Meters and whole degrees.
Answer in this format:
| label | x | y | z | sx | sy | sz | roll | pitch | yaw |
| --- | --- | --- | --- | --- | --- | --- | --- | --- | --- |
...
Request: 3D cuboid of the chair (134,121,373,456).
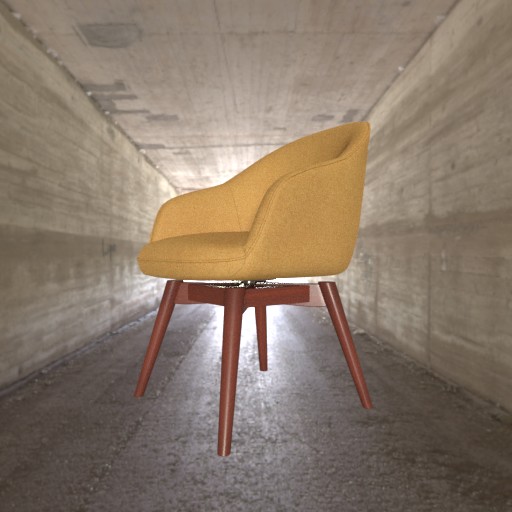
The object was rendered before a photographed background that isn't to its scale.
| label | x | y | z | sx | sy | sz | roll | pitch | yaw |
| --- | --- | --- | --- | --- | --- | --- | --- | --- | --- |
| chair | 0.000 | 0.000 | 1.266 | 0.635 | 0.823 | 0.596 | 0 | 1 | -37 |
